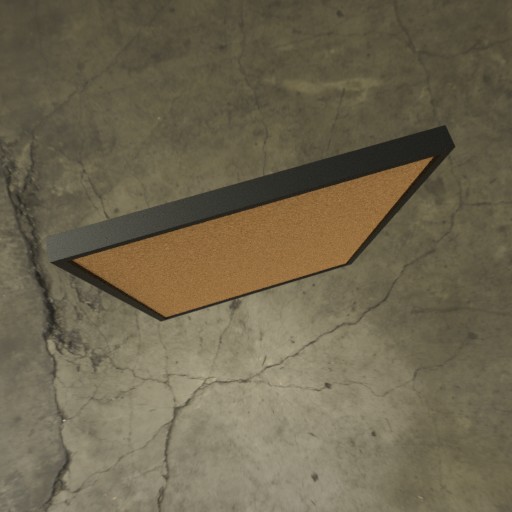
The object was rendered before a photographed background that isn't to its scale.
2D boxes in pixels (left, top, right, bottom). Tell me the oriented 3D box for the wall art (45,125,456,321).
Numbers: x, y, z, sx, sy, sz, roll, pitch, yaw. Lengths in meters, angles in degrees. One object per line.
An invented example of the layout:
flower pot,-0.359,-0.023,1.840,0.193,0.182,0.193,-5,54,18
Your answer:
wall art,0.000,0.000,0.752,0.457,0.559,0.029,-16,76,-4
